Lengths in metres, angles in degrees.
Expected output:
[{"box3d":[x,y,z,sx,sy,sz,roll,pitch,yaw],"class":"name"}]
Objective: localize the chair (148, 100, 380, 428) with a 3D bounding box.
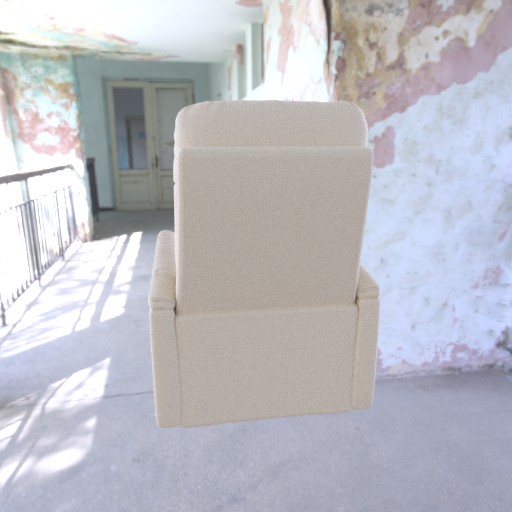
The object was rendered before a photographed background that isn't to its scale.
[{"box3d":[0.000,0.000,1.687,0.775,1.082,0.831,-2,15,-9],"class":"chair"}]
